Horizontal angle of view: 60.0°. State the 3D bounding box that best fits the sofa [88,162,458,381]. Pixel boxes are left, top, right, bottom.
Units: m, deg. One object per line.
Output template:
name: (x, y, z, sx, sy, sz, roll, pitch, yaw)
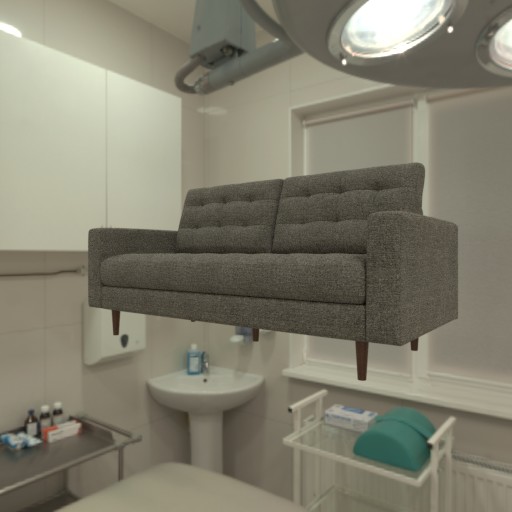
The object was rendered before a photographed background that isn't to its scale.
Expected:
sofa: (0.000, 0.000, 2.348, 1.821, 0.902, 0.863, 0, 1, 37)
